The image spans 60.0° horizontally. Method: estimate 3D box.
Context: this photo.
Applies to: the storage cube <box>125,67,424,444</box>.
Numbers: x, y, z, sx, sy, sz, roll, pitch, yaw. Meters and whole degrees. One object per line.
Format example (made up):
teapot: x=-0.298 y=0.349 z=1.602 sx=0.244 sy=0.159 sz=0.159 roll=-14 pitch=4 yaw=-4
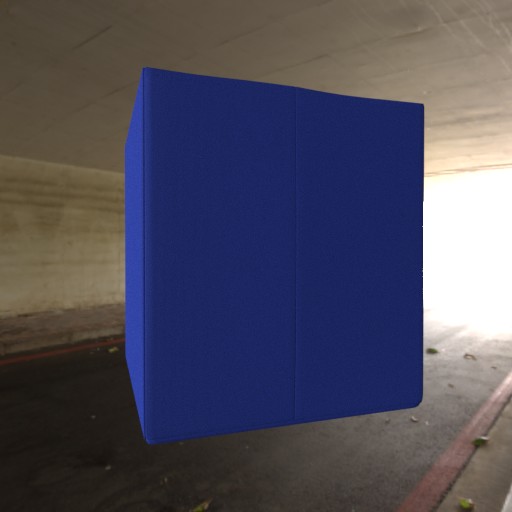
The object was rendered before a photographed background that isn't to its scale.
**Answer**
storage cube: x=0.000 y=0.000 z=0.492 sx=0.270 sy=0.280 sz=0.270 roll=0 pitch=1 yaw=-19
